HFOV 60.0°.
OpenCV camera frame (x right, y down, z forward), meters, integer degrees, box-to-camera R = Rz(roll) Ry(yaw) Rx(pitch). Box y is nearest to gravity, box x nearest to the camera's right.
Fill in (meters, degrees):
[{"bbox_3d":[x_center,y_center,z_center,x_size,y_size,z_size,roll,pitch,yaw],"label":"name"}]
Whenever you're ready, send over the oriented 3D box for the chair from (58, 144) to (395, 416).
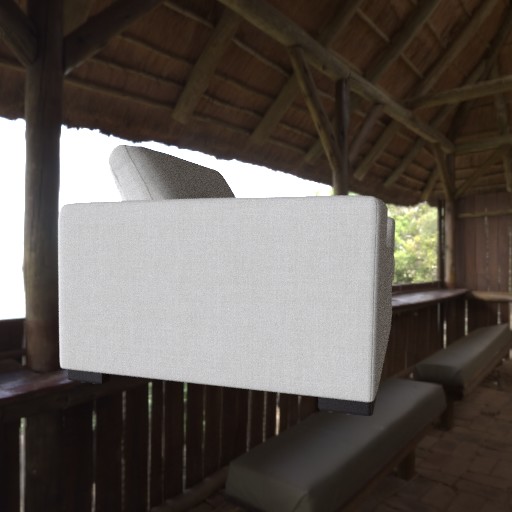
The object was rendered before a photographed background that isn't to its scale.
[{"bbox_3d":[0.000,0.000,1.863,1.100,0.876,1.070,0,1,19],"label":"chair"}]
